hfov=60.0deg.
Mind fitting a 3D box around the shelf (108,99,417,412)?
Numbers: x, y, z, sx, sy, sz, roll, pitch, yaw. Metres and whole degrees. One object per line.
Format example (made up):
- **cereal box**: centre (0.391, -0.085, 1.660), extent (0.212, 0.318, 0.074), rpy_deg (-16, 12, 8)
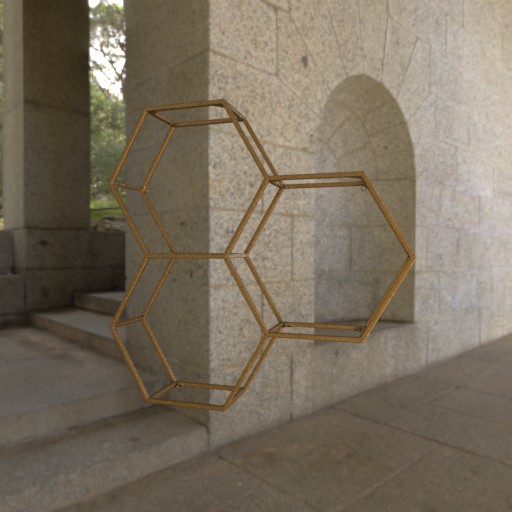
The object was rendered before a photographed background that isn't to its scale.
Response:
- **shelf**: centre (0.000, 0.000, 1.049), extent (0.708, 0.701, 0.150), rpy_deg (0, 1, 17)
